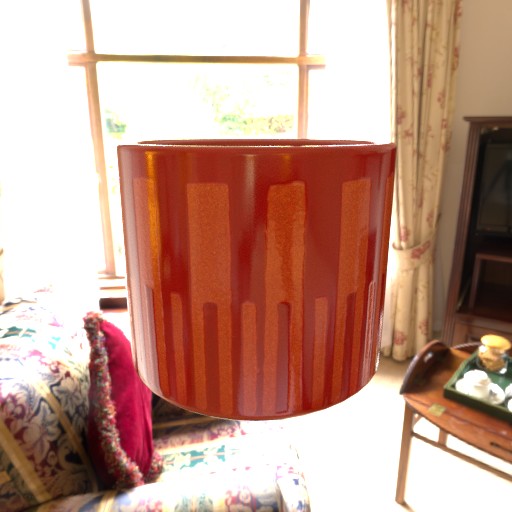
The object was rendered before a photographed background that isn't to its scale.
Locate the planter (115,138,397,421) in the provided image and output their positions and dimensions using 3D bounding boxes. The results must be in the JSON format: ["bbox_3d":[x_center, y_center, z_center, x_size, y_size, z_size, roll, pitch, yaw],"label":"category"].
[{"bbox_3d":[0.000,0.000,0.403,0.230,0.202,0.230,0,16,0],"label":"planter"}]
